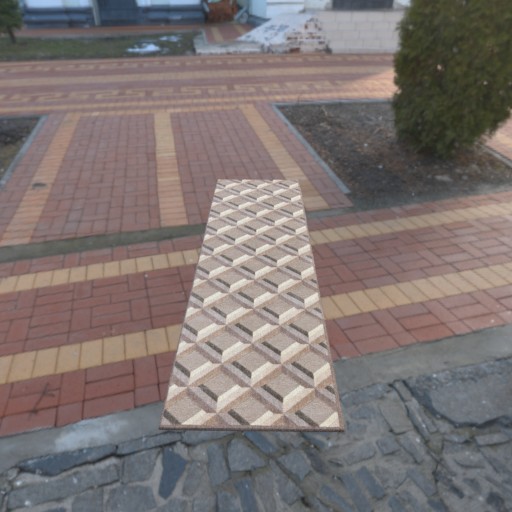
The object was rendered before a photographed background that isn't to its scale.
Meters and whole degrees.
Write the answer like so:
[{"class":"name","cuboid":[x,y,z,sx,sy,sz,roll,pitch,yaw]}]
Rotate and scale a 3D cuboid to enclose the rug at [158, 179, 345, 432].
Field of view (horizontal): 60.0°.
[{"class":"rug","cuboid":[0.000,0.000,2.652,0.685,0.013,2.437,0,31,1]}]
